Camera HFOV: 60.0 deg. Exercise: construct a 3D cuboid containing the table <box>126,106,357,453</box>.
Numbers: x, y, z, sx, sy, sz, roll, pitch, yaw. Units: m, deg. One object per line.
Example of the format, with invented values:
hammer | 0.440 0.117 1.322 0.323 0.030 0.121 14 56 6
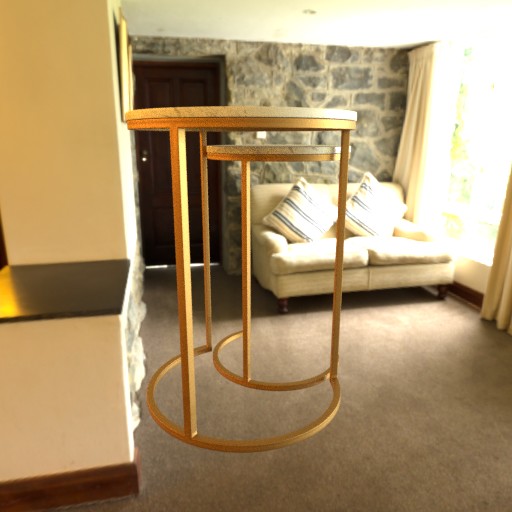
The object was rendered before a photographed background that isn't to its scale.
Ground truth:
table | 0.000 0.000 0.908 0.400 0.550 0.507 8 17 27
